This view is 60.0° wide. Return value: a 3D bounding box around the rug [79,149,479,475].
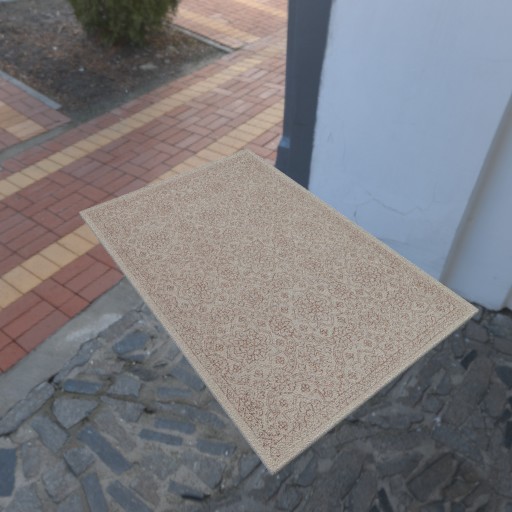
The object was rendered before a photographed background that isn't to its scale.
[{"bbox_3d":[0.000,0.000,2.314,1.219,0.010,1.829,-27,50,-26],"label":"rug"}]
